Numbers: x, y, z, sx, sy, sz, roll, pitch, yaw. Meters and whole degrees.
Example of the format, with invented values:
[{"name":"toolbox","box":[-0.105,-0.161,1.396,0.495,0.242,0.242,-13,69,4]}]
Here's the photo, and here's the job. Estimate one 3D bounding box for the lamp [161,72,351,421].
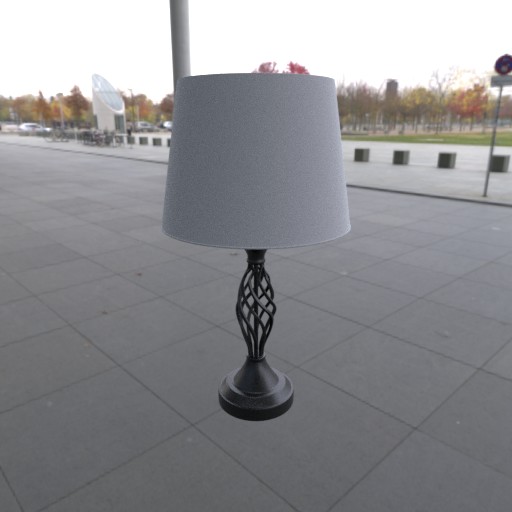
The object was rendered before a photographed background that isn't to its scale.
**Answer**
[{"name":"lamp","box":[0.000,0.000,0.806,0.331,0.594,0.331,0,17,0]}]
